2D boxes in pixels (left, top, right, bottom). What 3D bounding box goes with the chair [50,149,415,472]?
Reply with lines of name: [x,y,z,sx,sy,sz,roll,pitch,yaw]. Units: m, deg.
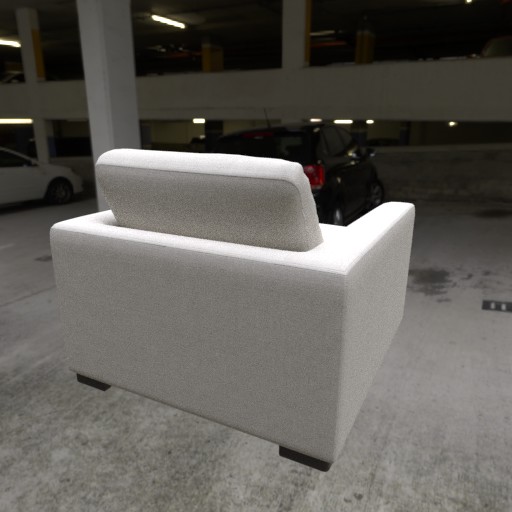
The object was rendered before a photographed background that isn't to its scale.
chair: [0.000,0.000,1.816,1.070,0.876,1.100,9,19,26]
